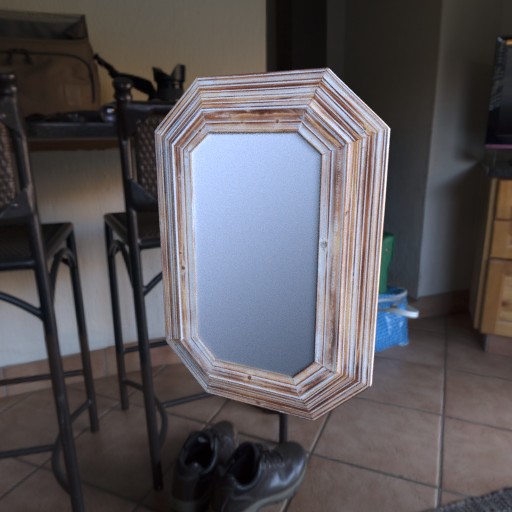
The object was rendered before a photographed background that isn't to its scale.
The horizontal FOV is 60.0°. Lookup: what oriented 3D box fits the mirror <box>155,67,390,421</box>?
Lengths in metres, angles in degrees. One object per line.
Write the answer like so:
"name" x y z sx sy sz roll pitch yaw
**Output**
"mirror" 0.000 0.000 1.311 0.709 1.015 0.061 7 16 25
